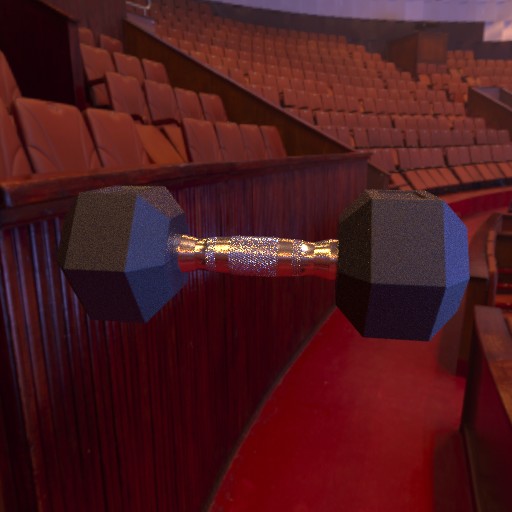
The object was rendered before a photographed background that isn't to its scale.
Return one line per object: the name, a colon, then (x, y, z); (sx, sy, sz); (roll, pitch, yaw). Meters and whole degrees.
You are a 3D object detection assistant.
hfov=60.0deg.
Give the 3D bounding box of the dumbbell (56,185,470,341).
dumbbell: (0.000, 0.000, 0.319); (0.272, 0.092, 0.106); (2, 15, 9)
